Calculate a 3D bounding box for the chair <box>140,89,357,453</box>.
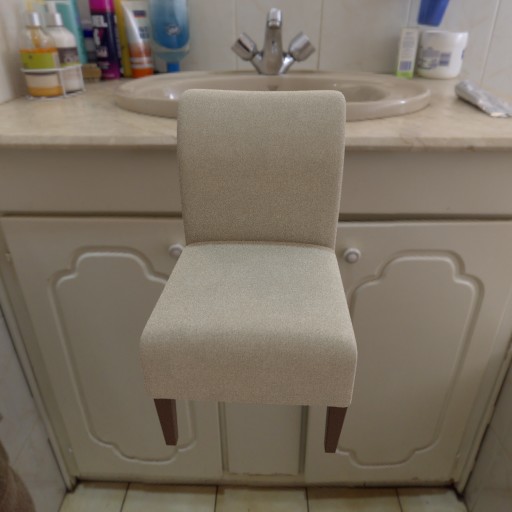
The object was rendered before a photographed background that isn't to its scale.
[{"bbox_3d":[0.000,0.000,1.313,0.521,0.833,0.754,2,29,3],"label":"chair"}]
